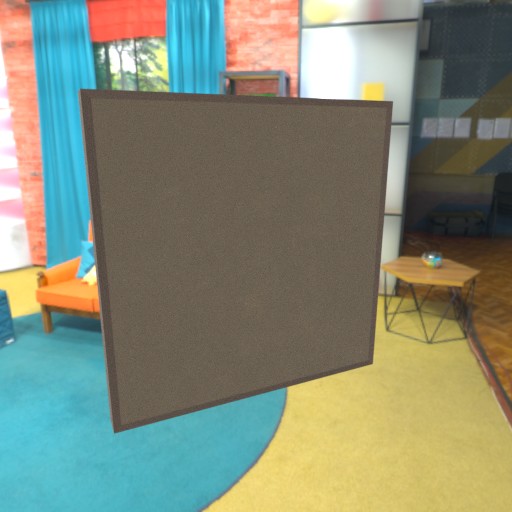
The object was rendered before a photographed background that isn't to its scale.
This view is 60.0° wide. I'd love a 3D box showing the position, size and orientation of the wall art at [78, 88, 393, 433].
[{"bbox_3d":[0.000,0.000,0.747,0.508,0.506,0.038,-7,17,-24],"label":"wall art"}]
